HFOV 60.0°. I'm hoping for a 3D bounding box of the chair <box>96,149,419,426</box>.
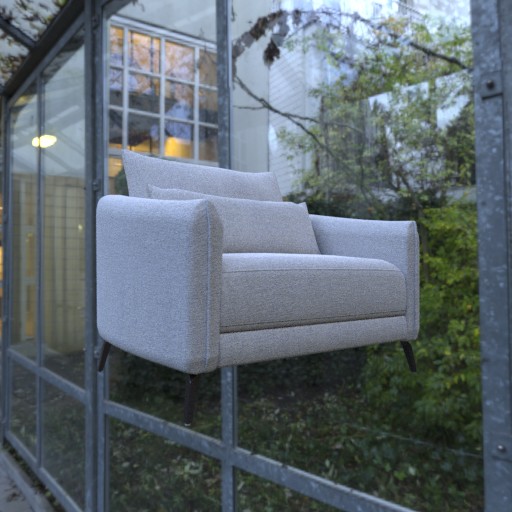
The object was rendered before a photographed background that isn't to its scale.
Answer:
[{"bbox_3d":[0.000,0.000,1.651,1.029,0.856,0.801,1,-2,-36],"label":"chair"}]
